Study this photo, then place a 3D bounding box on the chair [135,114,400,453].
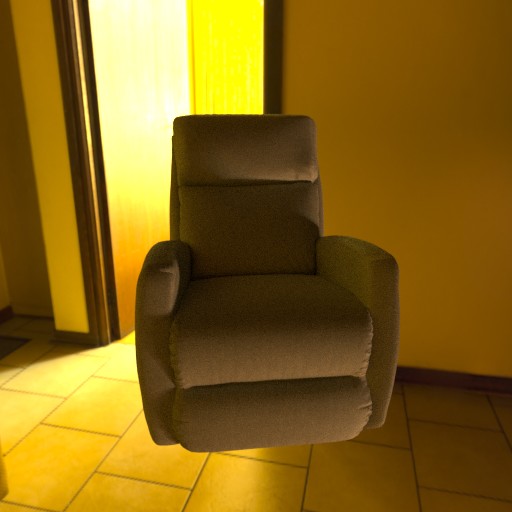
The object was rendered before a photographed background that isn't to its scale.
[{"bbox_3d":[0.000,0.000,1.640,0.794,1.016,0.940,-2,17,-7],"label":"chair"}]
